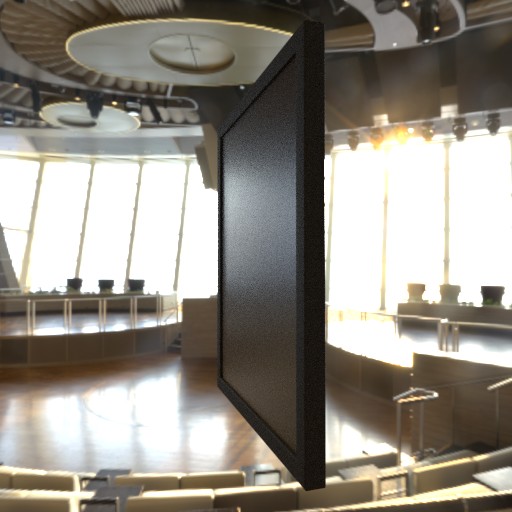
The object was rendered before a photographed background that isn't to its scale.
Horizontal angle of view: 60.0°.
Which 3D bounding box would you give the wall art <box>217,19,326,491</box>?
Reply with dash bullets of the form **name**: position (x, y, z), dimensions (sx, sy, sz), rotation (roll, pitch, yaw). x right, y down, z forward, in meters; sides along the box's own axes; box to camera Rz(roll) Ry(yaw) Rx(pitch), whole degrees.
- **wall art**: position (0.000, 0.000, 0.744), dimensions (0.028, 0.558, 0.457), rotation (0, -1, -18)
